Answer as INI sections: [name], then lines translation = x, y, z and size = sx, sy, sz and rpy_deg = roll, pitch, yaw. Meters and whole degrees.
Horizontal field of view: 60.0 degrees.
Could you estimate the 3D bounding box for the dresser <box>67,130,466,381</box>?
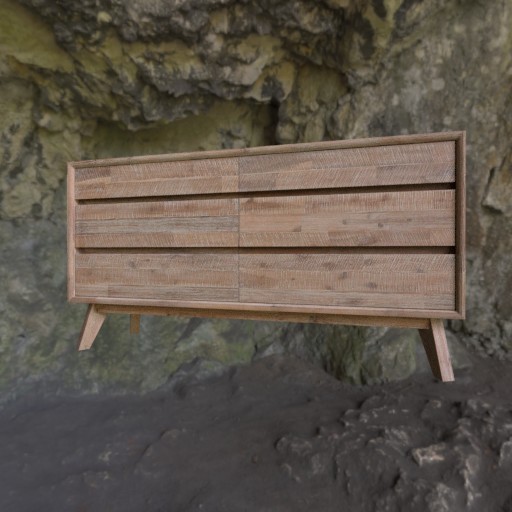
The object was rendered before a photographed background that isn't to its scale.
[dresser]
translation = 0.000, 0.000, 1.870
size = 1.554, 0.805, 0.455
rpy_deg = 0, 0, 18
